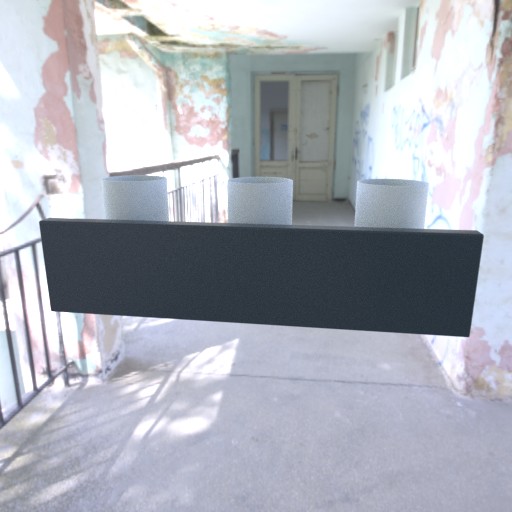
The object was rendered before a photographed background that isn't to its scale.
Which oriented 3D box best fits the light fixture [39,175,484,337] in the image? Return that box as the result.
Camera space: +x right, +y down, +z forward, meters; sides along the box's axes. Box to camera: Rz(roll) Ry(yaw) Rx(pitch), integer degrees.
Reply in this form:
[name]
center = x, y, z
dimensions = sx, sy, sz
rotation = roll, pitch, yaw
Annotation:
[light fixture]
center = 0.000, 0.000, 0.526
dimensions = 0.451, 0.172, 0.145
rotation = 2, 16, 8
